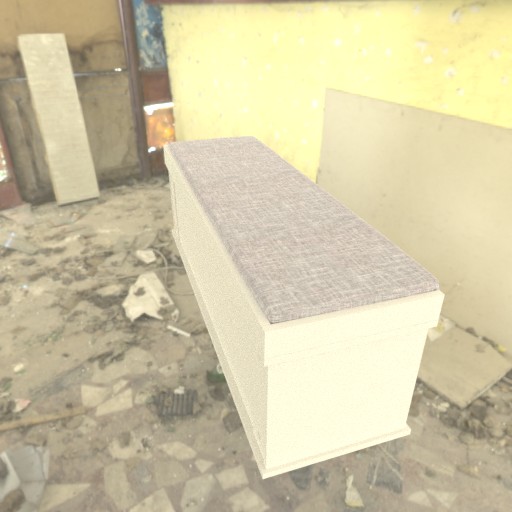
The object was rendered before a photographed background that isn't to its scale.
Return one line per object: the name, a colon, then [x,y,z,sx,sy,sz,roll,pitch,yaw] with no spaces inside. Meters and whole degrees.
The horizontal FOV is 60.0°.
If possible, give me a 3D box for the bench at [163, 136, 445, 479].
bench: [0.000,0.000,1.365,0.363,0.453,1.196,-9,30,-16]
